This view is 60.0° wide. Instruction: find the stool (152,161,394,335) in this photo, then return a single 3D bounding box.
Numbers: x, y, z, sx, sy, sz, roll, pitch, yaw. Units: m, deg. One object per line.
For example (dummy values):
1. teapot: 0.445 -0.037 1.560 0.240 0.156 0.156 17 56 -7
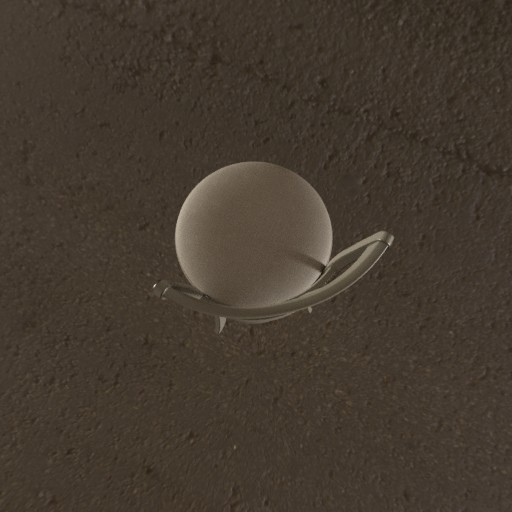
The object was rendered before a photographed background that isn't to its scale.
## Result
1. stool: 0.000 0.000 1.304 0.436 1.042 0.475 -12 76 -3
